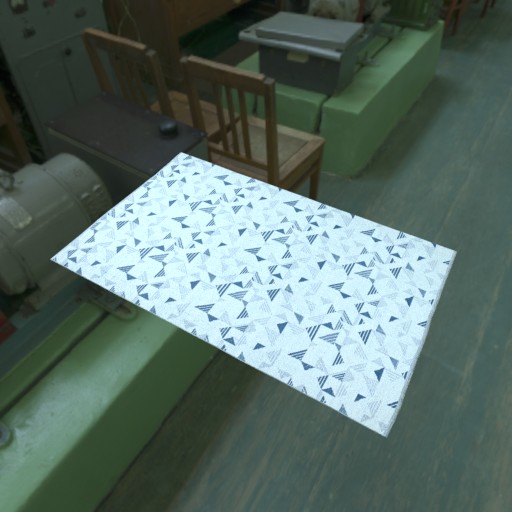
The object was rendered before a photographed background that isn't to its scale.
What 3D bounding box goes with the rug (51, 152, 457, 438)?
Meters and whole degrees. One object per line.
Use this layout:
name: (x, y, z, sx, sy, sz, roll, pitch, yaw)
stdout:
rug: (0.000, 0.000, 3.123, 2.457, 0.009, 1.512, 23, 51, 20)
